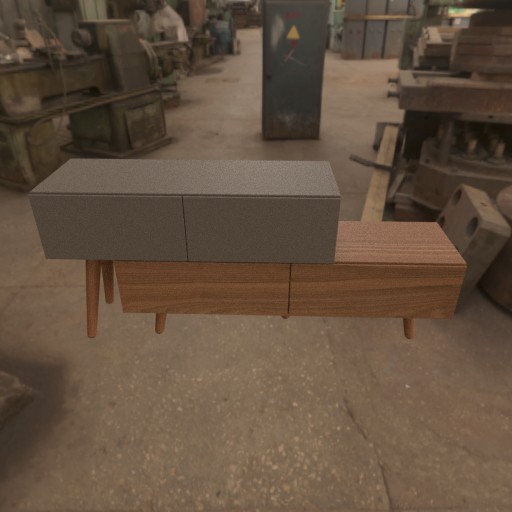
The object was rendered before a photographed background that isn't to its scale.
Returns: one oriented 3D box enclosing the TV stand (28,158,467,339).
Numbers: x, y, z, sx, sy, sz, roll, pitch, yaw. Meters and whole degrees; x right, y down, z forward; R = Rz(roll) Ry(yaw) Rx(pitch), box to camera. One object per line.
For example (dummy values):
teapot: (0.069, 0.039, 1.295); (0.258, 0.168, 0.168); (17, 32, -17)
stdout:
TV stand: (0.000, 0.000, 1.574); (1.336, 0.591, 0.329); (1, 30, 2)
